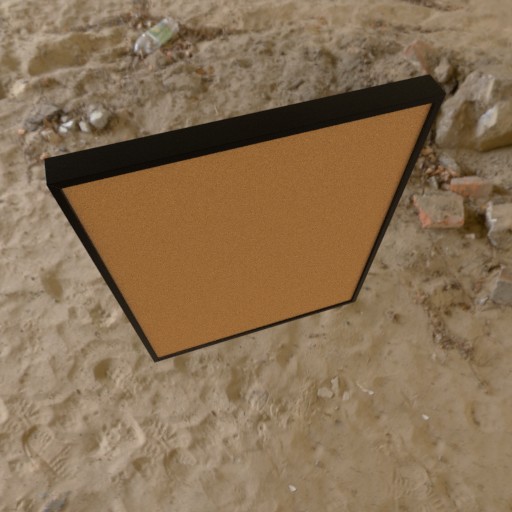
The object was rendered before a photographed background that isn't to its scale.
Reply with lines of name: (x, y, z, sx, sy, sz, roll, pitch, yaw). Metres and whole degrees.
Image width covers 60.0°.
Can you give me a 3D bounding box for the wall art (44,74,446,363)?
wall art: (0.000, 0.000, 0.722, 0.451, 0.553, 0.039, -15, 60, -9)
